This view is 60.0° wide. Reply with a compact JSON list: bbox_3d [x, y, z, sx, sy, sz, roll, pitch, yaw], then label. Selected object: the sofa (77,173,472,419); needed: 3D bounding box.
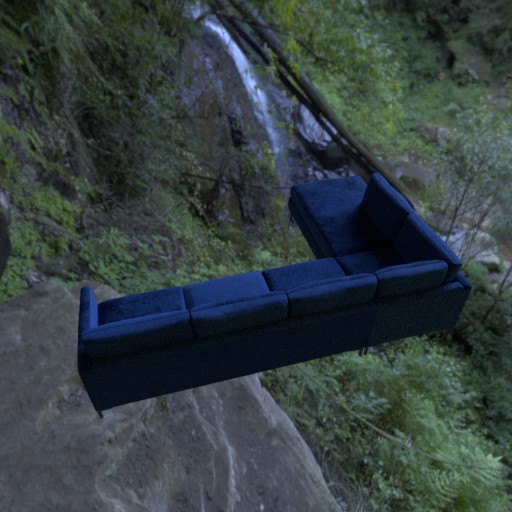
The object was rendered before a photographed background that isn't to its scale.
[{"bbox_3d":[0.000,0.000,3.938,2.949,0.815,2.007,-10,42,-11],"label":"sofa"}]
